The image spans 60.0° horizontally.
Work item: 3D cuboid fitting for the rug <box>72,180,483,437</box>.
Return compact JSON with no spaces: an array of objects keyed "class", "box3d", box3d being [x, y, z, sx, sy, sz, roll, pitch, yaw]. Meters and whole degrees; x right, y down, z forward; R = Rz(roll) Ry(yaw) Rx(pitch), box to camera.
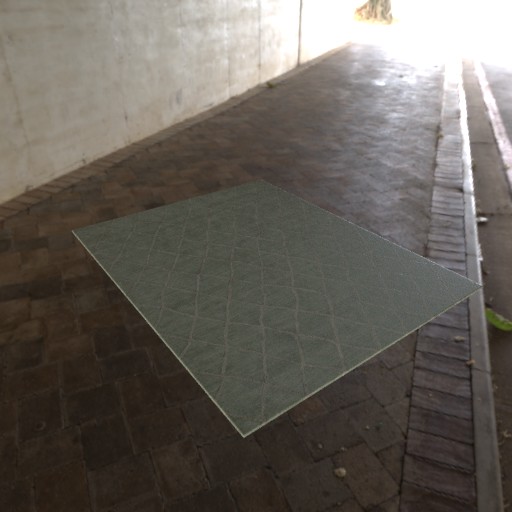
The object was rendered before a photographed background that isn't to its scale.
[{"class":"rug","box3d":[0.000,0.000,4.086,2.420,0.019,3.039,-21,36,-31]}]
